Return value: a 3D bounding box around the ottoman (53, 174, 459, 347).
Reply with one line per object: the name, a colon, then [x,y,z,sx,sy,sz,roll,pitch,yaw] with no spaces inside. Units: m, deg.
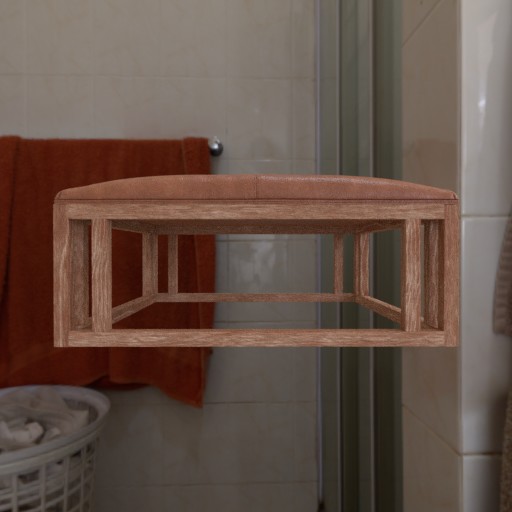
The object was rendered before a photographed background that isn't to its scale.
ottoman: [0.000,0.000,1.603,1.013,0.442,1.016,0,1,0]
